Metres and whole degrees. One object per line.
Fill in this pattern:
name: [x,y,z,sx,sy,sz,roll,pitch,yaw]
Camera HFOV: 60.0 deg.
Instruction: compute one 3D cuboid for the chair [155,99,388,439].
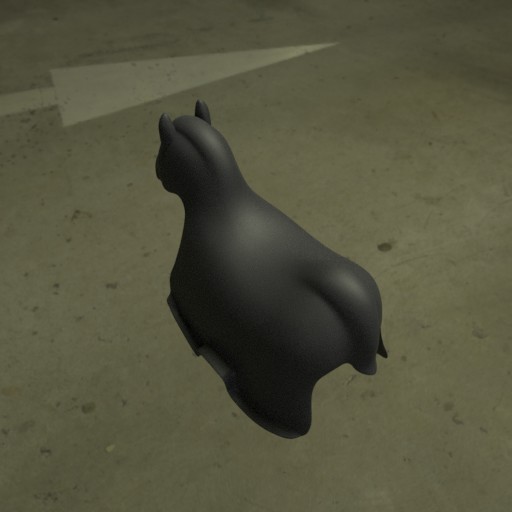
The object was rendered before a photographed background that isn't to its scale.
chair: [0.000,0.000,1.141,0.429,0.612,0.800,-32,55,-27]
